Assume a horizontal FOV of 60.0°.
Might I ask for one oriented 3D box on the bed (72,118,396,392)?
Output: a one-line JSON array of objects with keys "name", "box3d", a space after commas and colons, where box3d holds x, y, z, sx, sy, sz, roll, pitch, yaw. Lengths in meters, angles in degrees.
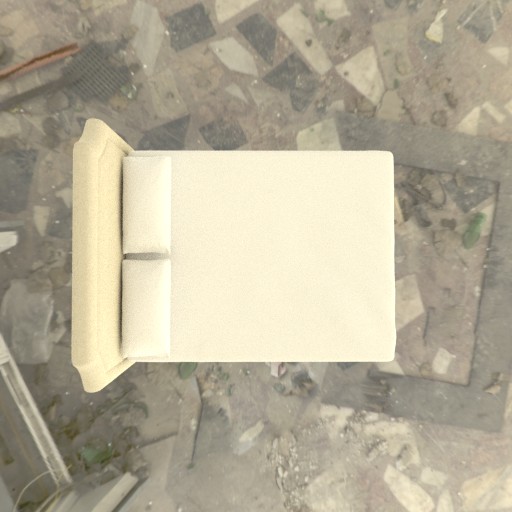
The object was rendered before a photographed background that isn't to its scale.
[{"name": "bed", "box3d": [0.000, 0.000, 3.159, 2.116, 1.290, 1.693, 0, 89, 0]}]
